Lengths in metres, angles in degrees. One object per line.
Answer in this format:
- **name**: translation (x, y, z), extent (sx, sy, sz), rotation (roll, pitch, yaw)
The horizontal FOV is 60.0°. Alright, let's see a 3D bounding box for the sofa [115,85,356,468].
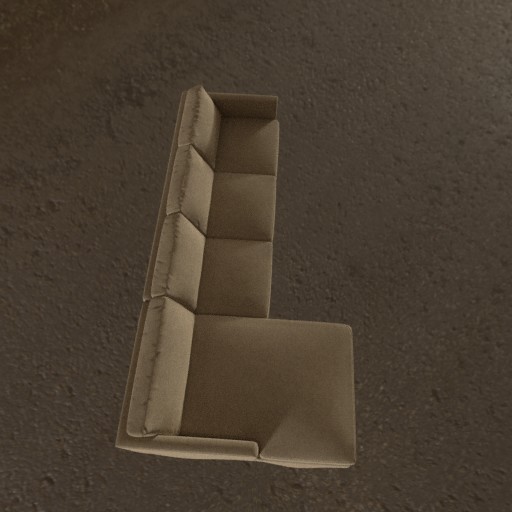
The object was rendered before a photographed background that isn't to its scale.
- **sofa**: translation (0.000, 0.000, 3.781), extent (1.638, 0.920, 3.198), rotation (3, 63, 2)
